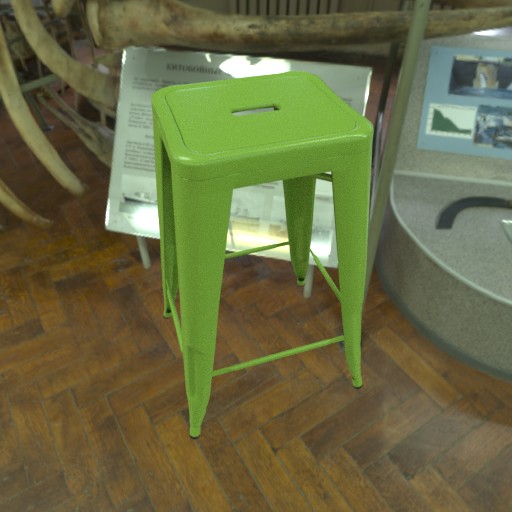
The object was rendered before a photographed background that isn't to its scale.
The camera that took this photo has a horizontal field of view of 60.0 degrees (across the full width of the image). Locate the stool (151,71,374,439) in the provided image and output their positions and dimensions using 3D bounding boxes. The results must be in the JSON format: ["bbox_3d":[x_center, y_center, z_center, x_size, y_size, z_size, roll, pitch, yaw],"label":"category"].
[{"bbox_3d":[0.000,0.000,0.874,0.398,0.609,0.358,-12,44,-13],"label":"stool"}]
